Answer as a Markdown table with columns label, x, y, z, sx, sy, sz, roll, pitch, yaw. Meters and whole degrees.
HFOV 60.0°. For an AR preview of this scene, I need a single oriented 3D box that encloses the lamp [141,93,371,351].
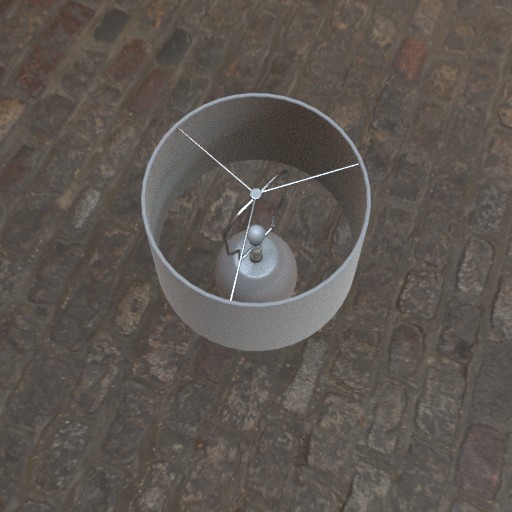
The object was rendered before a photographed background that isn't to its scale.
| label | x | y | z | sx | sy | sz | roll | pitch | yaw |
| --- | --- | --- | --- | --- | --- | --- | --- | --- | --- |
| lamp | 0.000 | 0.000 | 0.669 | 0.285 | 0.483 | 0.285 | 0 | 75 | 0 |
